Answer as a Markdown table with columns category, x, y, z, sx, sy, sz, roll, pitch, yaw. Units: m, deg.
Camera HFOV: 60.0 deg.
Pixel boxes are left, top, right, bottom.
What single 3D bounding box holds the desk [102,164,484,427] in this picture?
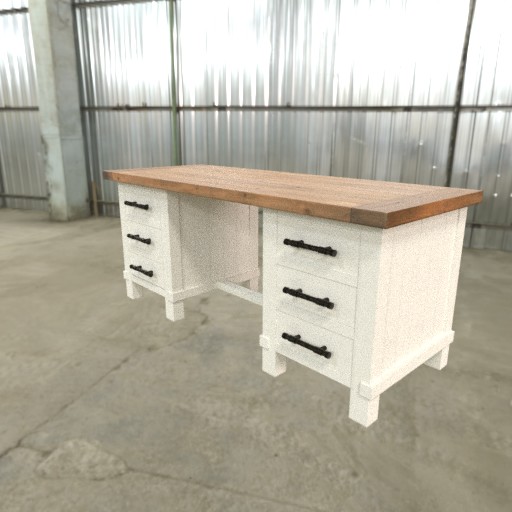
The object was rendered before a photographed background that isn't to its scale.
| category | x | y | z | sx | sy | sz | roll | pitch | yaw |
| --- | --- | --- | --- | --- | --- | --- | --- | --- | --- |
| desk | 0.000 | 0.000 | 2.201 | 0.688 | 0.760 | 1.803 | -14 | 21 | -41 |
